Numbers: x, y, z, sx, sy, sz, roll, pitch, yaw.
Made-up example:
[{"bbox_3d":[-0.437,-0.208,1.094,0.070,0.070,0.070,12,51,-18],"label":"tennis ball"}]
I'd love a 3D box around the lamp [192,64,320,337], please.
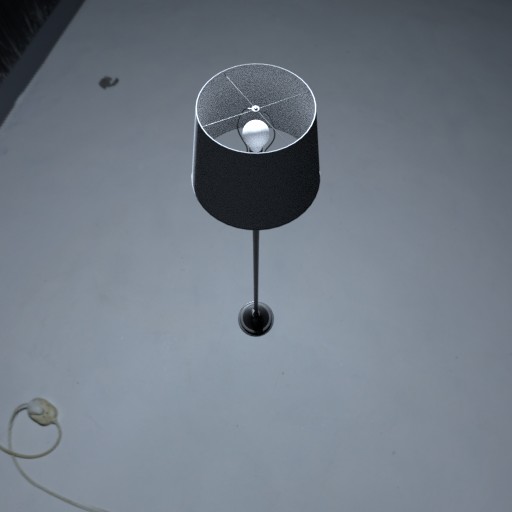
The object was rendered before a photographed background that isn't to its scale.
[{"bbox_3d":[0.000,0.000,1.791,0.379,1.623,0.379,0,64,0],"label":"lamp"}]
